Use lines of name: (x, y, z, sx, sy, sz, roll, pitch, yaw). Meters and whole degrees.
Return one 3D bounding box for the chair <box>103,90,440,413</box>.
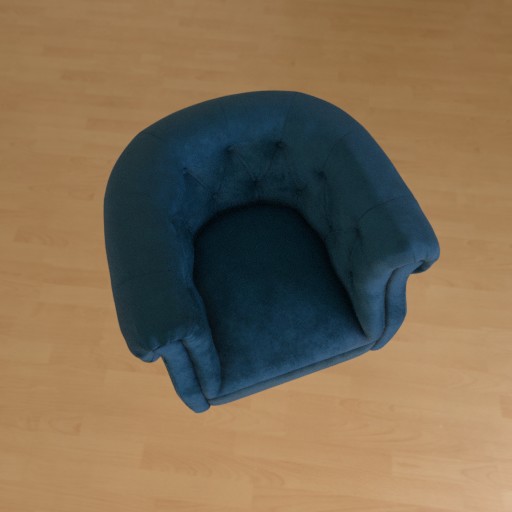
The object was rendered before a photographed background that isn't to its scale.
chair: (0.000, 0.000, 1.598, 0.904, 0.826, 0.851, -17, 66, -8)
